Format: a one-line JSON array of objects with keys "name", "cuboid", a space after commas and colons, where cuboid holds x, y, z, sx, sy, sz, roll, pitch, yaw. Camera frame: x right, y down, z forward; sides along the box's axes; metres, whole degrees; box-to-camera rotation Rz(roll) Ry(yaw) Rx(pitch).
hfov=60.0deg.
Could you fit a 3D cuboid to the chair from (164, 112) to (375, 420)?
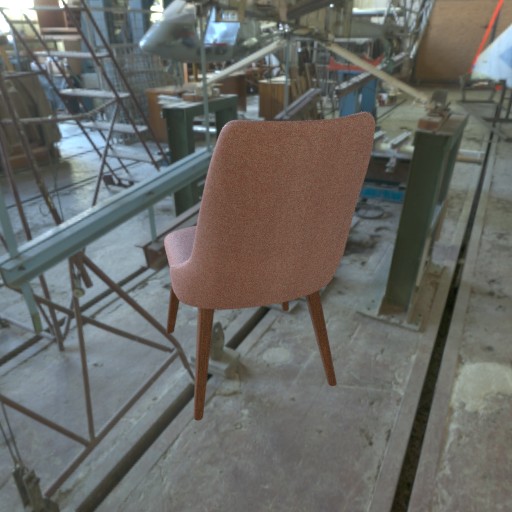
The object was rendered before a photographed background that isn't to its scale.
[{"name": "chair", "cuboid": [0.000, 0.000, 1.340, 0.535, 0.918, 0.707, -8, 28, -16]}]
